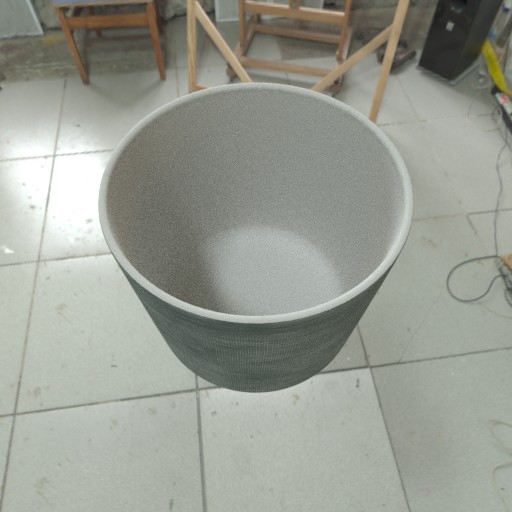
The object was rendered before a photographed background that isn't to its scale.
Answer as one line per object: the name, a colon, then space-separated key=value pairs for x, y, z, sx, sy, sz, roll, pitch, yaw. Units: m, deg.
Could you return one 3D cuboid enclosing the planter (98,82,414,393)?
planter: x=0.000 y=0.000 z=0.794 sx=0.440 sy=0.398 sz=0.440 roll=0 pitch=57 yaw=0
